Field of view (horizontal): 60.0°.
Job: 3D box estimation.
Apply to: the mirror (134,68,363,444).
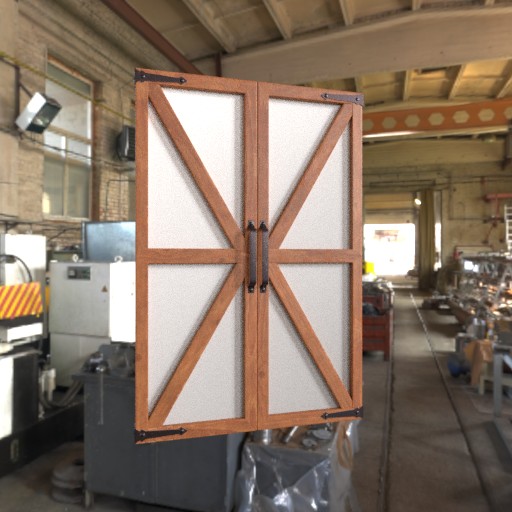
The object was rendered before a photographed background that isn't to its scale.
[{"bbox_3d":[0.000,0.000,0.973,0.517,0.761,0.053,0,0,-16],"label":"mirror"}]
